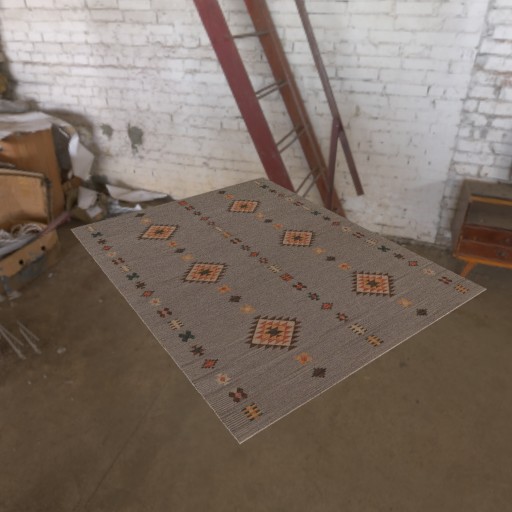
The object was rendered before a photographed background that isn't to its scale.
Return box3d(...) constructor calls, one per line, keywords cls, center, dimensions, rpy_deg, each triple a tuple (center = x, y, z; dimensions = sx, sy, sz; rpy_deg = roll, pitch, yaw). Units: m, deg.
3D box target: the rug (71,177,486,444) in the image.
box3d(cls="rug", center=(0.000, 0.000, 4.038), dimensions=(2.425, 0.008, 3.035), rpy_deg=(-21, 37, -30))
